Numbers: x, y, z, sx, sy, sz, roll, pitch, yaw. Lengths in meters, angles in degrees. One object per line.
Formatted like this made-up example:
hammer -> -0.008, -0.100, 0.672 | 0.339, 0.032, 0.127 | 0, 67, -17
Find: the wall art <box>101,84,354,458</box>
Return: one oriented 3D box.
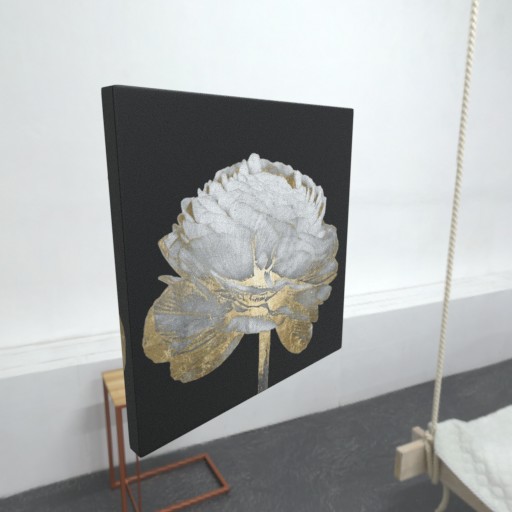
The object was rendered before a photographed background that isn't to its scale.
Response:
wall art -> 0.000, 0.000, 0.916 | 0.043, 0.611, 0.610 | 14, 20, 43
